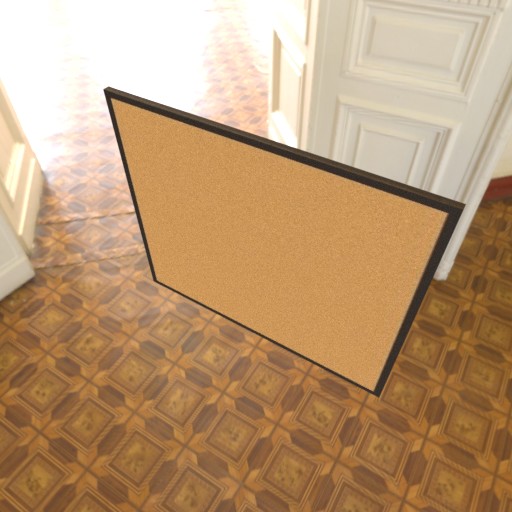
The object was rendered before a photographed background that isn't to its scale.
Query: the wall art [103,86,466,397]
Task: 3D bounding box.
[{"bbox_3d":[0.000,0.000,1.440,1.033,0.875,0.023,24,51,21],"label":"wall art"}]
